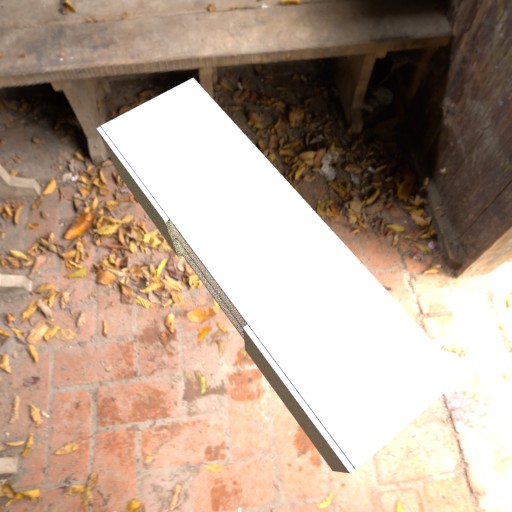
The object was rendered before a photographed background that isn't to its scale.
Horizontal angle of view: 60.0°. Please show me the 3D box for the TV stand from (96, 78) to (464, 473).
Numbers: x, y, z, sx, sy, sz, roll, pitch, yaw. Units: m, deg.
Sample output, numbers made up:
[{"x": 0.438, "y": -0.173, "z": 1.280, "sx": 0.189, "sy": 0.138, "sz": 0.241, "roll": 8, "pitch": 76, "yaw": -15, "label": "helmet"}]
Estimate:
[{"x": 0.000, "y": 0.000, "z": 1.569, "sx": 0.420, "sy": 0.310, "sz": 1.400, "roll": -34, "pitch": 69, "yaw": -14, "label": "TV stand"}]
